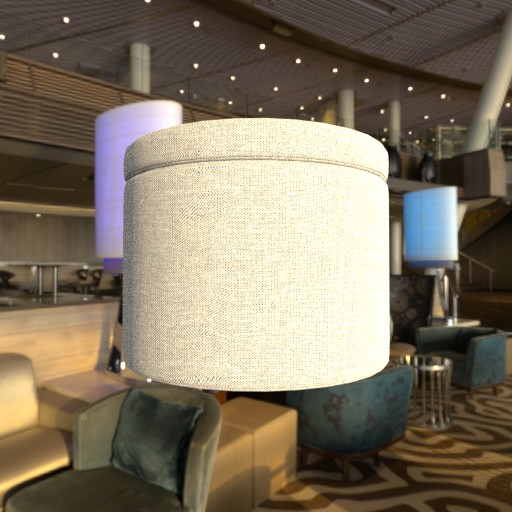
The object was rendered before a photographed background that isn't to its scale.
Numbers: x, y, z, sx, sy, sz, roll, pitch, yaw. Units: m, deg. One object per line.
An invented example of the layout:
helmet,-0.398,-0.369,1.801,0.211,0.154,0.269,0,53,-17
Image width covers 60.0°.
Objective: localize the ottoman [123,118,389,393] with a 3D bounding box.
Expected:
ottoman,0.000,0.000,0.870,0.500,0.419,0.500,0,-1,0
